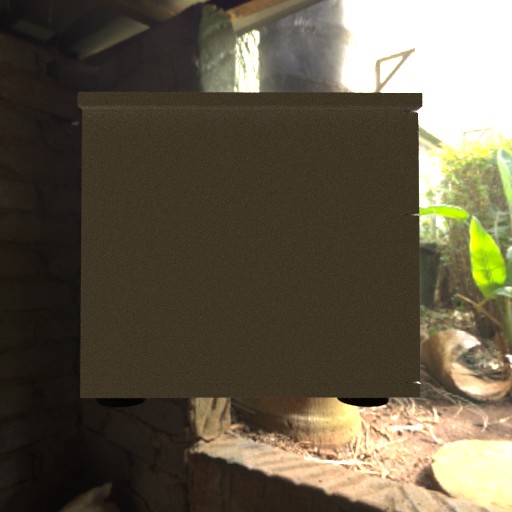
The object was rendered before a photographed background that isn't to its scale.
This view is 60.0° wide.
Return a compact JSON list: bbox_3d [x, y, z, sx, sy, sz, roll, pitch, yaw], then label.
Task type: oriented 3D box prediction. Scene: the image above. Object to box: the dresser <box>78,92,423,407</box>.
[{"bbox_3d":[0.000,0.000,0.707,0.400,0.360,0.430,0,-1,0],"label":"dresser"}]
